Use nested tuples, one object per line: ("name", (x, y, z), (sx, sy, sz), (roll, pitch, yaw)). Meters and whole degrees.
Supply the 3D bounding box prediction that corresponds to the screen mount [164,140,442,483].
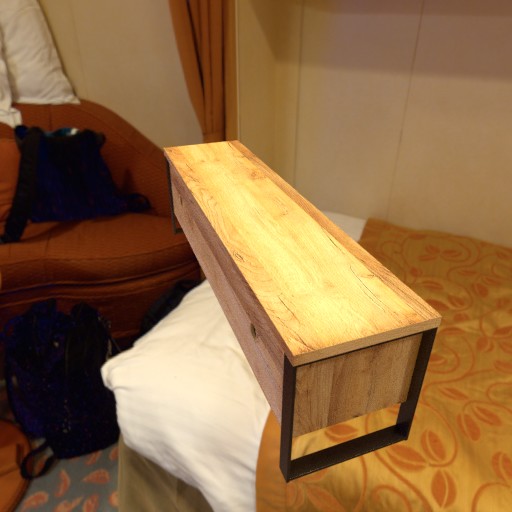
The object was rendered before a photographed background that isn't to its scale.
("screen mount", (0.000, 0.000, 1.708), (0.395, 0.450, 1.524), (-11, 32, -17))
